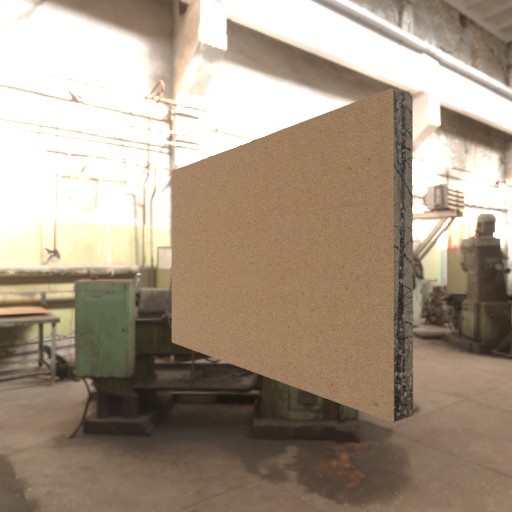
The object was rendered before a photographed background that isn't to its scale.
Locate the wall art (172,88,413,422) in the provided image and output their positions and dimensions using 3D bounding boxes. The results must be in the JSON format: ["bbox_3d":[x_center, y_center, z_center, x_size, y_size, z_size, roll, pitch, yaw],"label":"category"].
[{"bbox_3d":[0.000,0.000,0.789,0.042,0.398,0.618,0,0,-35],"label":"wall art"}]
